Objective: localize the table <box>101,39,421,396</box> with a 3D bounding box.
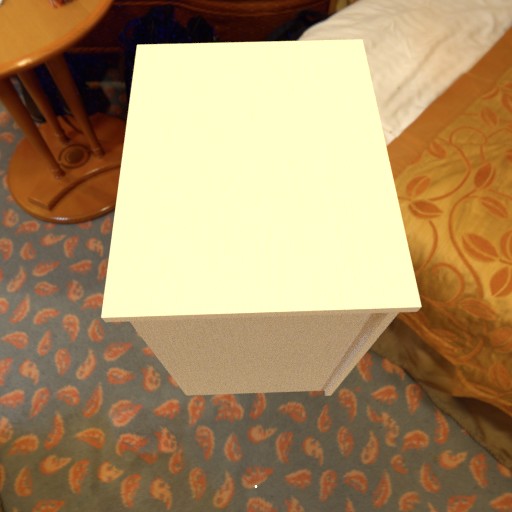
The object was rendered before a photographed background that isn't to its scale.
[{"bbox_3d":[0.000,0.000,0.915,0.381,0.635,0.480,-2,63,-1],"label":"table"}]
